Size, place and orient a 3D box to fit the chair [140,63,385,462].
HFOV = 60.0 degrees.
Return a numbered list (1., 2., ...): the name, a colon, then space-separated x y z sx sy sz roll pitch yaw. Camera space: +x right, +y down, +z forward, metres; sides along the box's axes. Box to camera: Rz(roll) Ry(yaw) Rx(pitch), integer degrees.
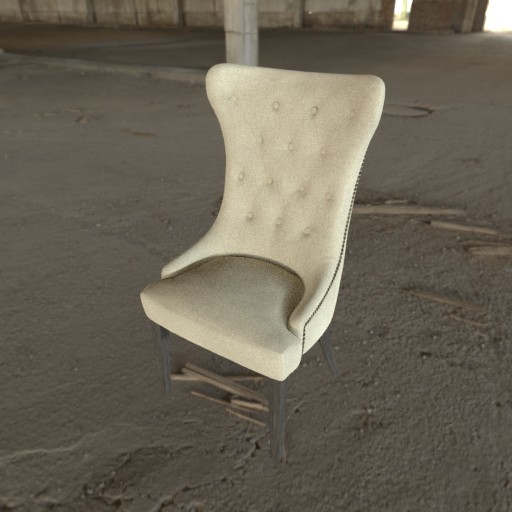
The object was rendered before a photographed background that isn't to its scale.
1. chair: 0.000 0.000 1.407 0.584 1.065 0.590 18 34 29
